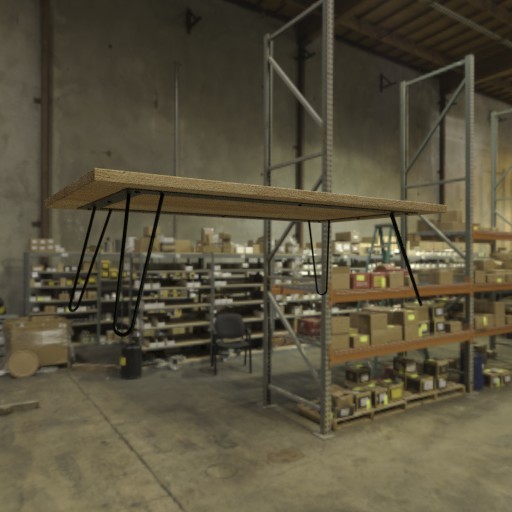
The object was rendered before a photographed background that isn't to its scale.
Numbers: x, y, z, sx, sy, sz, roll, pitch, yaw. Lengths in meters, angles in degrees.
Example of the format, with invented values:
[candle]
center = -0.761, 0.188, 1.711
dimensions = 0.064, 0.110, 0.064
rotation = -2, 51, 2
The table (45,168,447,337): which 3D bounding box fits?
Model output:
[table]
center = 0.000, 0.000, 1.666
dimensions = 1.348, 0.400, 0.699
rotation = 0, 0, -34
